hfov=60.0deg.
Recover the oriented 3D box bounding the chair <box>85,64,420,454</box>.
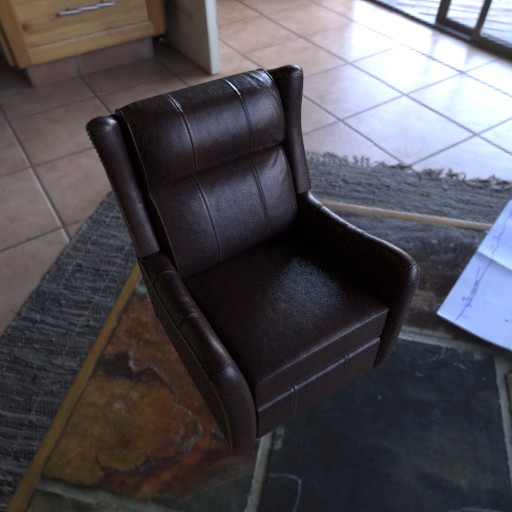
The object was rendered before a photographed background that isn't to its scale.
[{"bbox_3d":[0.000,0.000,1.781,0.869,1.084,1.008,-24,51,-21],"label":"chair"}]
